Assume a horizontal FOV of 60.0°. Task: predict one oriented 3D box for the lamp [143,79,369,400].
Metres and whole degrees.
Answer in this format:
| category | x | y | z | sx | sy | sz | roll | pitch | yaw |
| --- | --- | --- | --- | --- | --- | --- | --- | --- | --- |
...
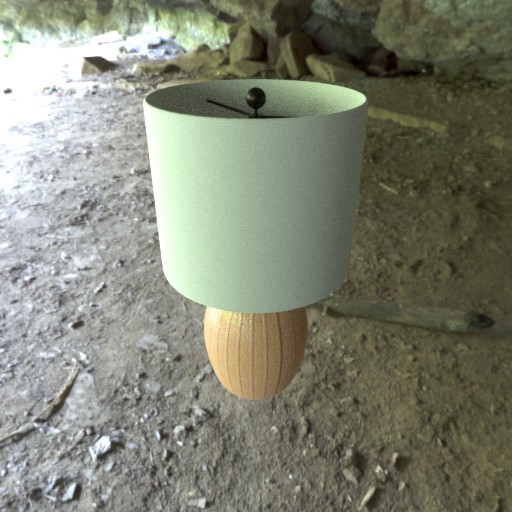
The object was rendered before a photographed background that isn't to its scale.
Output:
| category | x | y | z | sx | sy | sz | roll | pitch | yaw |
| --- | --- | --- | --- | --- | --- | --- | --- | --- | --- |
| lamp | 0.000 | 0.000 | 0.793 | 0.329 | 0.570 | 0.329 | 0 | 29 | 0 |
